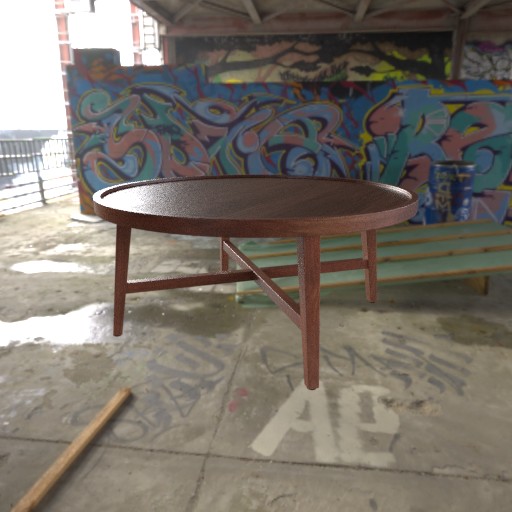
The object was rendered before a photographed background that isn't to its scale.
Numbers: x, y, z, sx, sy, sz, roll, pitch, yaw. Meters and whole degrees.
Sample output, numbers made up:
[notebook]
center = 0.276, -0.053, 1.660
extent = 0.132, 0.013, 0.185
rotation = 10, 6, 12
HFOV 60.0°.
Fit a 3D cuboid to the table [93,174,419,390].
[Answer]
[table]
center = 0.000, 0.000, 1.204
extent = 0.800, 0.360, 0.800
rotation = 0, 16, 0
